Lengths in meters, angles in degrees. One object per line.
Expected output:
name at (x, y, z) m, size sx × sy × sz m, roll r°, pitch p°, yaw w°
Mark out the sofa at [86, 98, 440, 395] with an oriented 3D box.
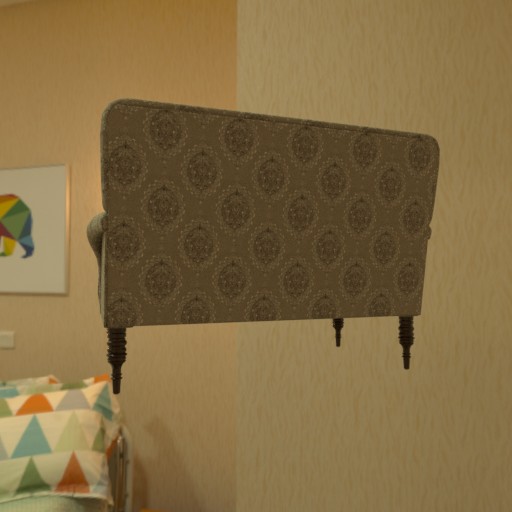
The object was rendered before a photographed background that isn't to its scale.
sofa at (0.000, 0.000, 1.795) m, size 1.297 × 0.889 × 0.779 m, roll 1°, pitch -2°, yaw -19°
